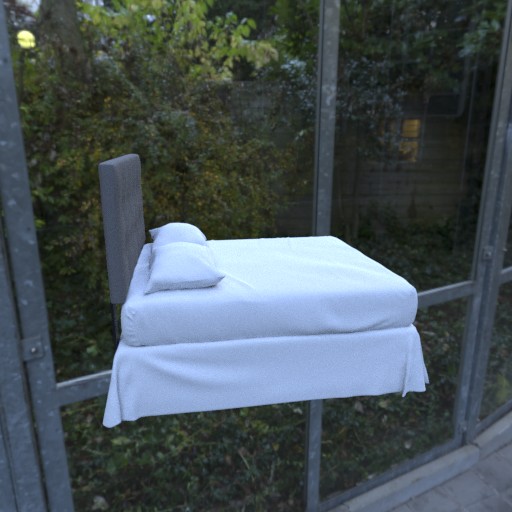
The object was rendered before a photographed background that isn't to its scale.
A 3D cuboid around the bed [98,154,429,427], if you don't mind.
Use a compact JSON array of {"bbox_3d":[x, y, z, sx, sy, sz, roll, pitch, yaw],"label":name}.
[{"bbox_3d":[0.000,0.000,3.589,2.222,1.577,1.936,-2,15,-9],"label":"bed"}]
